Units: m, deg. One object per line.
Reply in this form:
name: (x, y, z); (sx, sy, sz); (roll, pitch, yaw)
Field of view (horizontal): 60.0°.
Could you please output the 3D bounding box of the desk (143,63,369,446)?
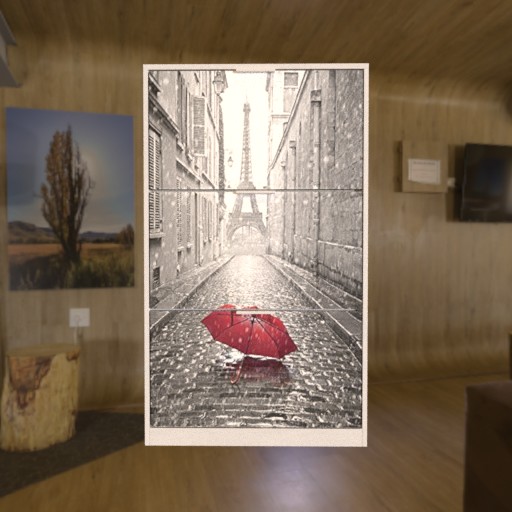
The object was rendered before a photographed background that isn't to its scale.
desk: (0.000, 0.000, 1.595); (0.750, 1.280, 0.250); (0, 1, 1)
